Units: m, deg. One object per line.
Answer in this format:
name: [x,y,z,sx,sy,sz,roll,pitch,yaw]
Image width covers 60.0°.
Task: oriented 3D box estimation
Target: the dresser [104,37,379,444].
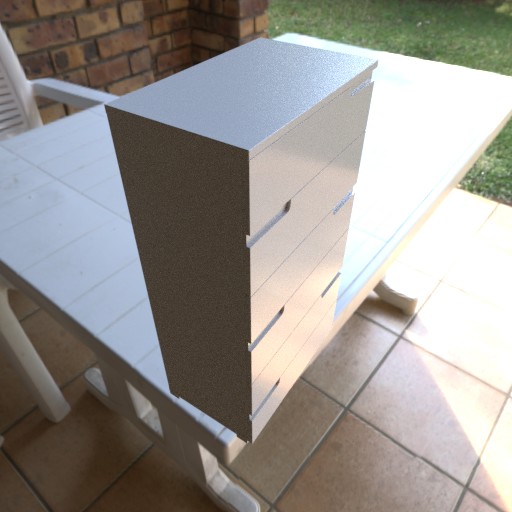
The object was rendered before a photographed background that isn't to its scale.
dresser: [0.000,0.000,1.519,0.400,1.190,0.650,24,46,25]
